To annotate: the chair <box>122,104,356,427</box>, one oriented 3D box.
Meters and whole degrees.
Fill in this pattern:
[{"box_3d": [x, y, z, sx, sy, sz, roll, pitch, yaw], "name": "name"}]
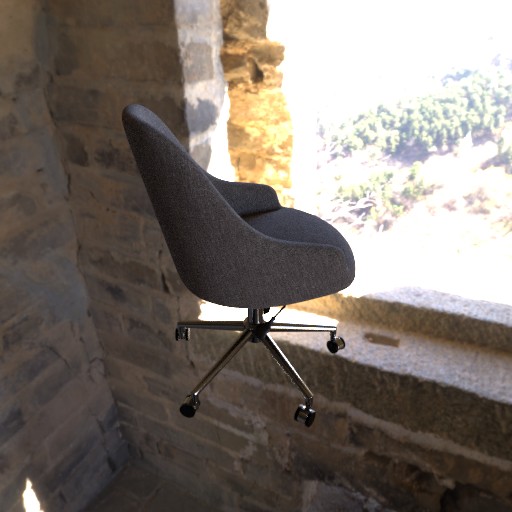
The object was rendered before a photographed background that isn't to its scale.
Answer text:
[{"box_3d": [0.000, 0.000, 1.444, 0.712, 0.950, 0.671, -10, 31, -17], "name": "chair"}]
